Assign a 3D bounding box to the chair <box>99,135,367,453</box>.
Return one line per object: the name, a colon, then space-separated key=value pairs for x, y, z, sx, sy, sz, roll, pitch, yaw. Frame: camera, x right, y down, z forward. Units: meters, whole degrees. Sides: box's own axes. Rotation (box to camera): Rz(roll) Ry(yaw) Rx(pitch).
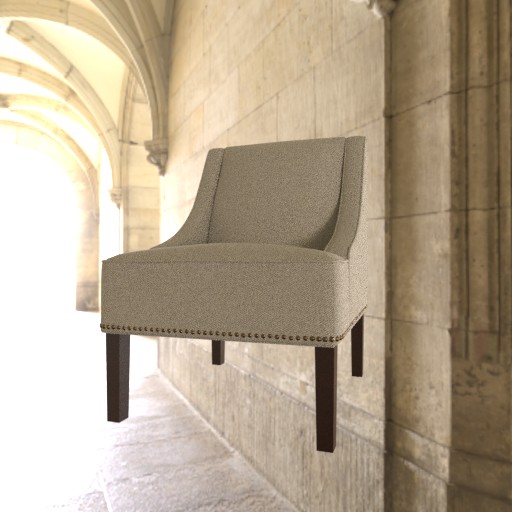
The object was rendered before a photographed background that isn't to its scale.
chair: x=0.000 y=0.000 z=1.380 sx=0.628 sy=0.872 sz=0.748 roll=0 pitch=0 yaw=19
